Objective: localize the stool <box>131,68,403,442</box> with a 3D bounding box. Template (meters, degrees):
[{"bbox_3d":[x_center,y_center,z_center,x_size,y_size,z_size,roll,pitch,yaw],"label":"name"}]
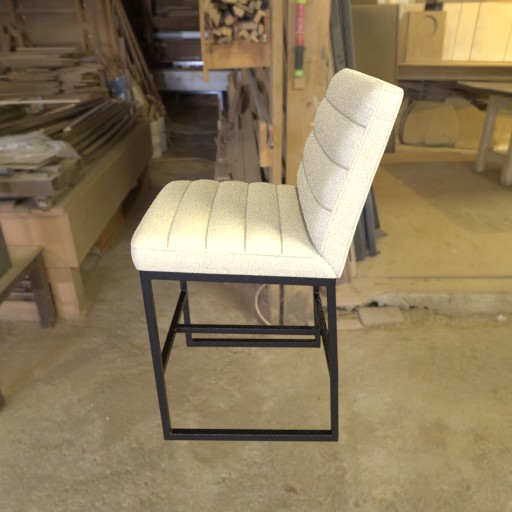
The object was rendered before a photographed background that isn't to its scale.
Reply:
[{"bbox_3d":[0.000,0.000,1.226,0.560,0.940,0.460,0,26,1],"label":"stool"}]
